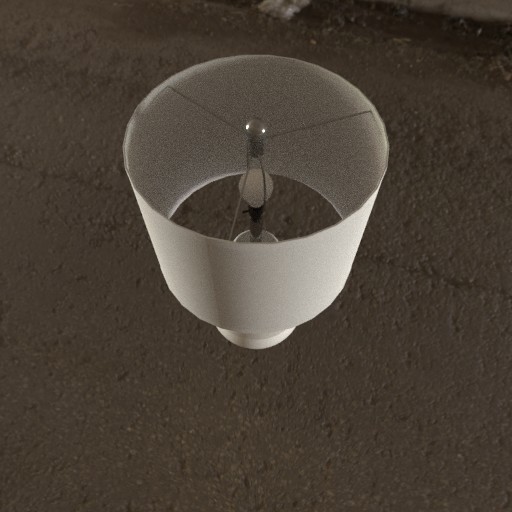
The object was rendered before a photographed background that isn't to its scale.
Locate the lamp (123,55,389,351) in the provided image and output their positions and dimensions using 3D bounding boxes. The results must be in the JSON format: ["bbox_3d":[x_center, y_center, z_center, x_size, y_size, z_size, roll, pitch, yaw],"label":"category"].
[{"bbox_3d":[0.000,0.000,0.862,0.357,0.673,0.357,-17,60,-10],"label":"lamp"}]
